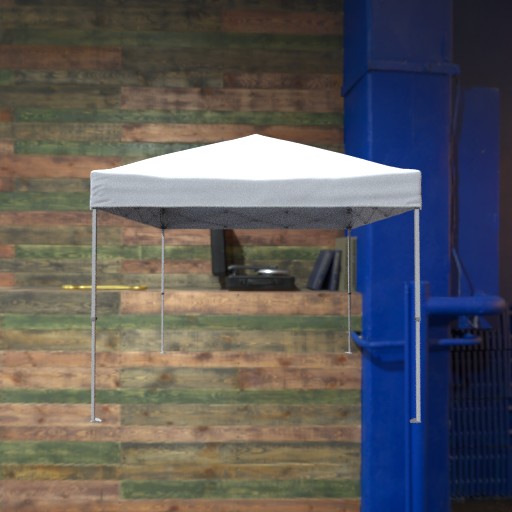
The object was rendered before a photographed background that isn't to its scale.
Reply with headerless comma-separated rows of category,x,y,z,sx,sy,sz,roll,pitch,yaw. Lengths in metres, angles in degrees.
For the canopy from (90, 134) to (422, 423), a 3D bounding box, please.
canopy,0.000,0.000,5.454,2.996,2.997,2.998,0,0,0
